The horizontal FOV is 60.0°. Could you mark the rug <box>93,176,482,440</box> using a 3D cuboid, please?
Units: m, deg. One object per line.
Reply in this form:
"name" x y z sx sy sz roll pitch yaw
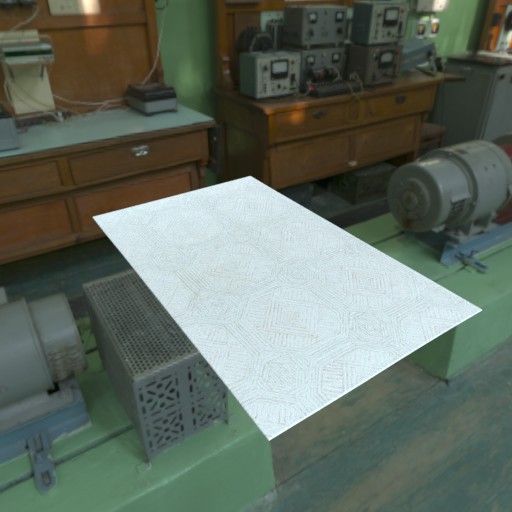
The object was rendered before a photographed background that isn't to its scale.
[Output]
"rug" 0.000 0.000 3.065 1.524 0.008 2.440 -20 37 -28
